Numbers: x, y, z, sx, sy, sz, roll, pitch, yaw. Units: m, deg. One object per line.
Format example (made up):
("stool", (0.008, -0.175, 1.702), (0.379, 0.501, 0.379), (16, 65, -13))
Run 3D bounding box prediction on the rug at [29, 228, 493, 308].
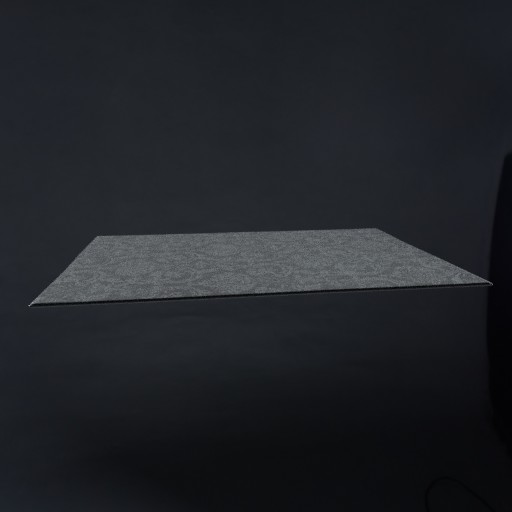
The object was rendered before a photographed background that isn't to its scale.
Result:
("rug", (0.000, 0.000, 3.457), (2.746, 0.018, 1.819), (-2, 15, -8))
